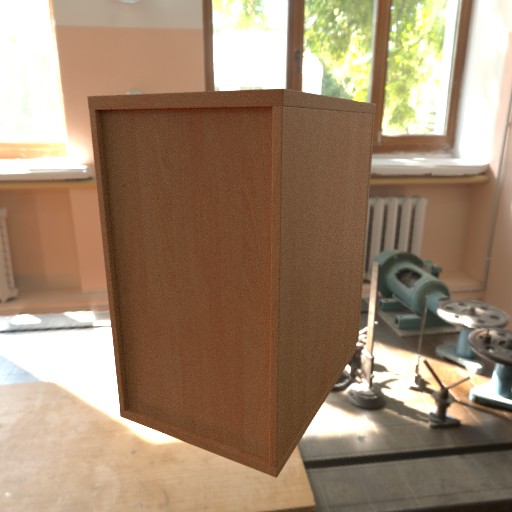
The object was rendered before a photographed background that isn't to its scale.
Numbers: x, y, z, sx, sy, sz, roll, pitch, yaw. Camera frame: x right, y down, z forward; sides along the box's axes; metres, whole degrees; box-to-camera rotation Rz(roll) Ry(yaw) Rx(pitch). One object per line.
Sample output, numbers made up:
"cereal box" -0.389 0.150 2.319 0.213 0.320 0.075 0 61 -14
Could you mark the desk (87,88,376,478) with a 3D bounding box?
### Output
"desk" 0.000 0.000 1.103 0.404 0.730 0.600 8 19 26
